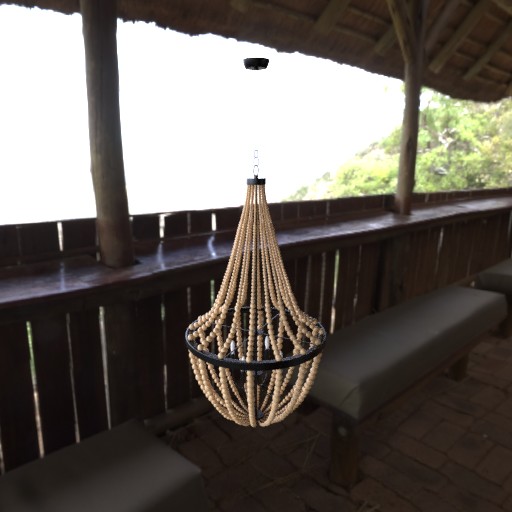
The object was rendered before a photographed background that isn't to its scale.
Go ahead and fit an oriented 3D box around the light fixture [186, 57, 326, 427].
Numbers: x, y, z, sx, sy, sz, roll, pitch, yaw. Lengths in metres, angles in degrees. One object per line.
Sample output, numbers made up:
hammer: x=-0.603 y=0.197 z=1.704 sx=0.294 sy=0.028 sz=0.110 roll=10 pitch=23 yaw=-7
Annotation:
light fixture: x=0.000 y=0.000 z=1.376 sx=0.450 sy=1.133 sz=0.450 roll=0 pitch=14 yaw=0
